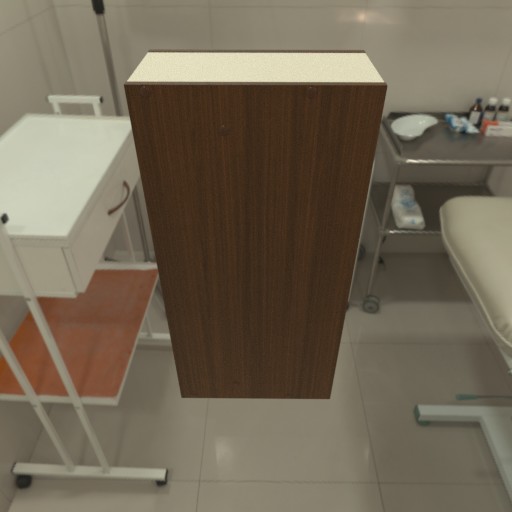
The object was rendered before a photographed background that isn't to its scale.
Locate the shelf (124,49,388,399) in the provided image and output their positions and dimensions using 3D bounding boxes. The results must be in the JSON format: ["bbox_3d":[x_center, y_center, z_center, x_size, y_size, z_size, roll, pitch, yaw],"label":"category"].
[{"bbox_3d":[0.000,0.000,0.731,0.290,0.600,0.147,0,39,0],"label":"shelf"}]
